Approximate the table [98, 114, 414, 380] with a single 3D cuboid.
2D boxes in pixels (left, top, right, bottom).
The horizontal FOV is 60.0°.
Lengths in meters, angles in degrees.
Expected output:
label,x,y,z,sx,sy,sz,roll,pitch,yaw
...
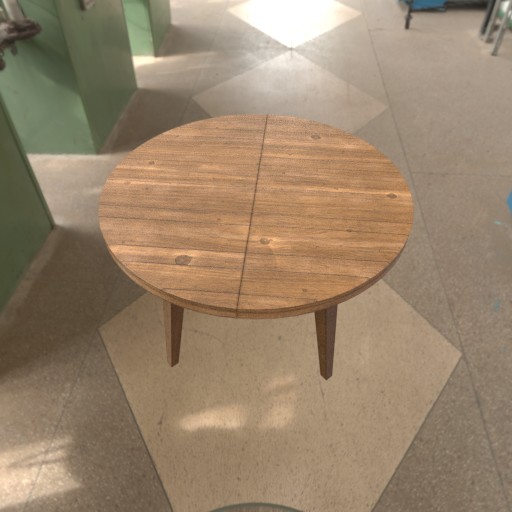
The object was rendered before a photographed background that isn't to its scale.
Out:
label,x,y,z,sx,sy,sz,roll,pitch,yaw
table,0.000,0.000,2.028,1.213,0.764,1.213,0,45,0
